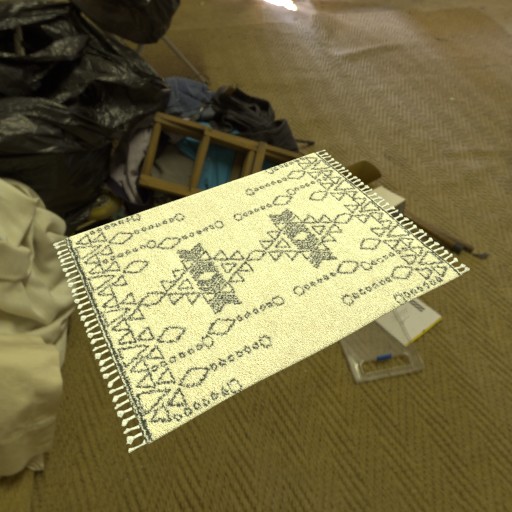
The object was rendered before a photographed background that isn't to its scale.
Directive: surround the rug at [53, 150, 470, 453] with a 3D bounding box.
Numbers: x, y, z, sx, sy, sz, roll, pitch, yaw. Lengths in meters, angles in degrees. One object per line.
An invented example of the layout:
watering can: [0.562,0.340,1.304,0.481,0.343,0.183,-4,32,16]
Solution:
rug: [0.000,0.000,3.871,3.027,0.028,2.125,-23,50,-20]
